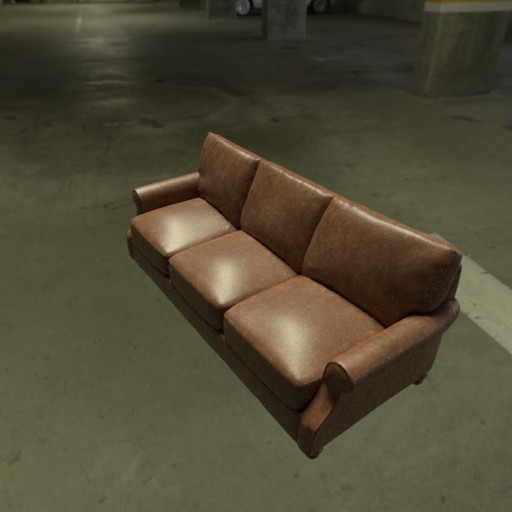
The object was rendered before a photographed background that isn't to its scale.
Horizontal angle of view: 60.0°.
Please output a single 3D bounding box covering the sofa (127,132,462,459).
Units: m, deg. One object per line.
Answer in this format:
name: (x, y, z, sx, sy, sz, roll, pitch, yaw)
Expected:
sofa: (0.000, 0.000, 2.828, 0.973, 0.977, 2.351, -21, 38, -29)
